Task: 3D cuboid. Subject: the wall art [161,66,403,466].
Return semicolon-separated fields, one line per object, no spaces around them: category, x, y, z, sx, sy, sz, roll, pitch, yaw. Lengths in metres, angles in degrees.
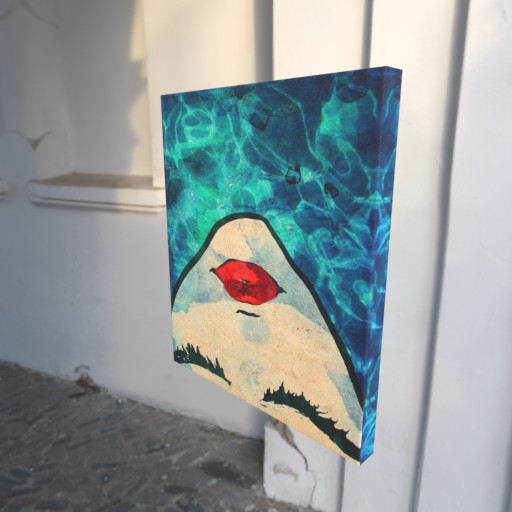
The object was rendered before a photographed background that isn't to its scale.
wall art;0.000;0.000;0.701;0.432;0.508;0.038;14;20;43
